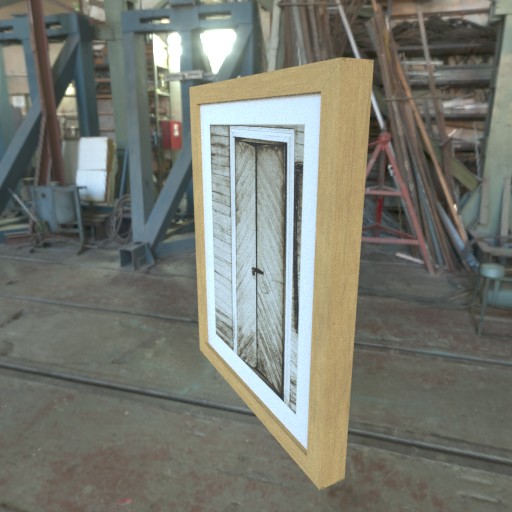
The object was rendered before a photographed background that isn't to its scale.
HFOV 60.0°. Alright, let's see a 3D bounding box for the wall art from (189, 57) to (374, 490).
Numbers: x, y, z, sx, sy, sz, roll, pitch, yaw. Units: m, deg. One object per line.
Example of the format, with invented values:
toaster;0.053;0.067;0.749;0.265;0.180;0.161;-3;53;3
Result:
wall art;0.000;0.000;0.506;0.030;0.380;0.312;-9;19;-27
